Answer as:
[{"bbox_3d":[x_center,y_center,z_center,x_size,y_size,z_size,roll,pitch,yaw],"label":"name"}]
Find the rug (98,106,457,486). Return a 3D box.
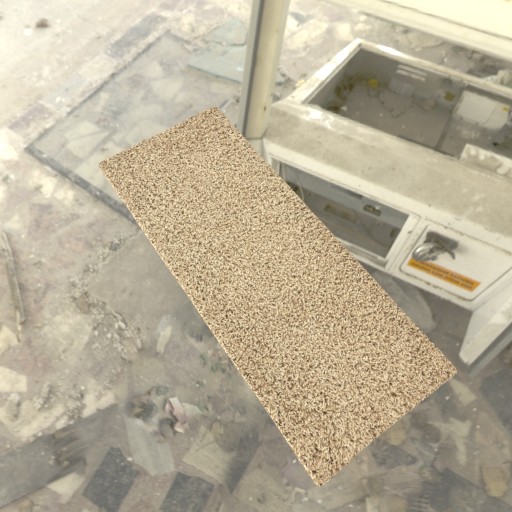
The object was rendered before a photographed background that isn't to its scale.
[{"bbox_3d":[0.000,0.000,1.717,0.609,0.030,1.524,-32,67,-16],"label":"rug"}]
